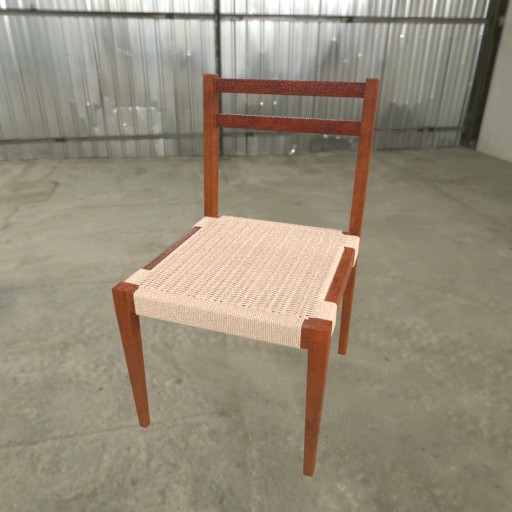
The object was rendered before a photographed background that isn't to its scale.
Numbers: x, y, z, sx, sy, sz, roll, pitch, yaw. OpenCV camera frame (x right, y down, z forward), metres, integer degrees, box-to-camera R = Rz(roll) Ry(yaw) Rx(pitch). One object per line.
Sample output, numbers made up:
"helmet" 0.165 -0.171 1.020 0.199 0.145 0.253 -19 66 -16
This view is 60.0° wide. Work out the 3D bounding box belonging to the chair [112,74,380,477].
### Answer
"chair" 0.000 0.000 1.171 0.495 0.851 0.569 9 27 17
